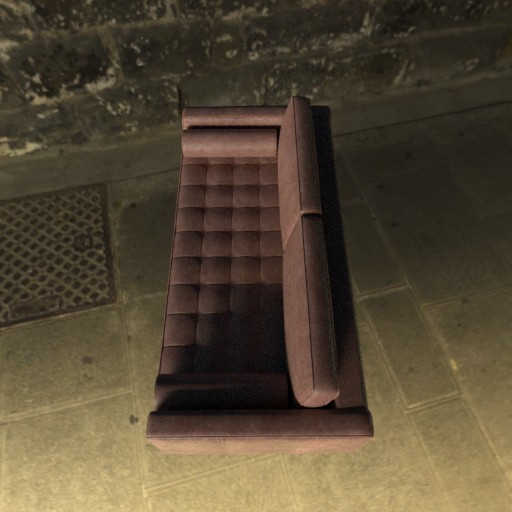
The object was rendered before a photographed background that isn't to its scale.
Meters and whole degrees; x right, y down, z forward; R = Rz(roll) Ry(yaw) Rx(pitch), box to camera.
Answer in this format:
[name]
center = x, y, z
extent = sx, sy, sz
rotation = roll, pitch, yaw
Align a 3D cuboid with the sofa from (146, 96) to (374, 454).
[sofa]
center = 0.000, 0.000, 2.319
extent = 0.910, 0.760, 1.870
rotation = 0, 59, 0
